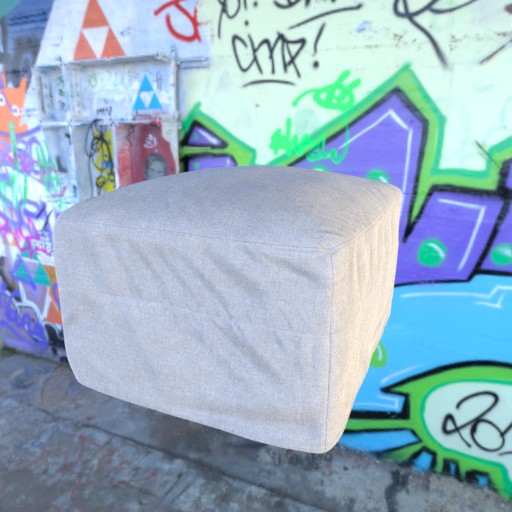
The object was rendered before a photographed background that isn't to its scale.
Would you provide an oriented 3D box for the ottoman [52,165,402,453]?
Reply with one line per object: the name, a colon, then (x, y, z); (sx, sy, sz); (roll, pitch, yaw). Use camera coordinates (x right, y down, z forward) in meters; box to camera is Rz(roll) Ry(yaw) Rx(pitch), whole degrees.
ottoman: (0.000, 0.000, 1.224); (0.683, 0.481, 0.837); (7, 18, 23)
